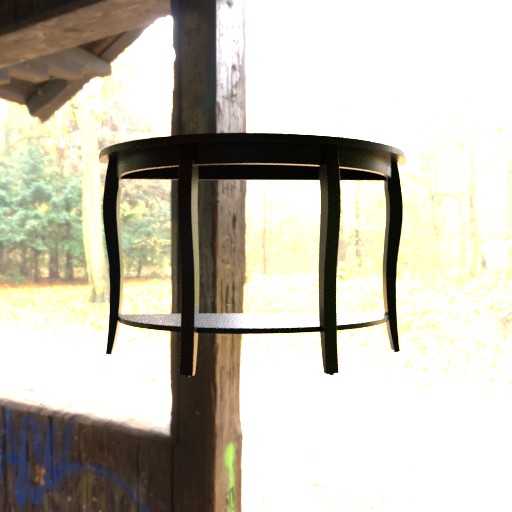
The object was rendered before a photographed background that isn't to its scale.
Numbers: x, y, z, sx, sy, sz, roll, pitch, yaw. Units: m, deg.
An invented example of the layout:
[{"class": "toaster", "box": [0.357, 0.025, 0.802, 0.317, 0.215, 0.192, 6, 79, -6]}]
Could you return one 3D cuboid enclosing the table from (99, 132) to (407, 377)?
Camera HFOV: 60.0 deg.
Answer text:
[{"class": "table", "box": [0.000, 0.000, 1.592, 1.219, 0.780, 0.394, 0, 1, -2]}]
